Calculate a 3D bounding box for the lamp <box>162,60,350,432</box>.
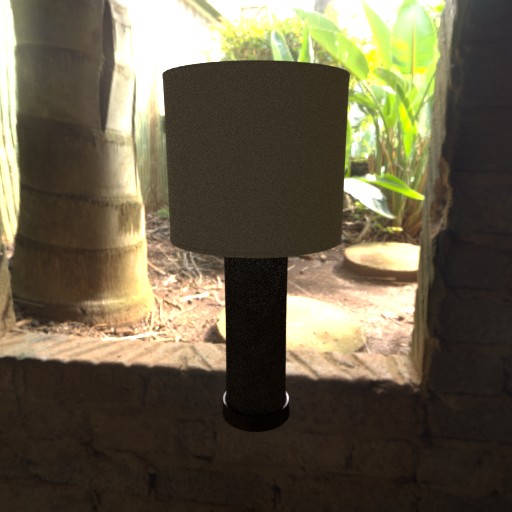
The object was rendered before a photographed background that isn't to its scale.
[{"bbox_3d":[0.000,0.000,0.797,0.301,0.630,0.301,-7,16,-26],"label":"lamp"}]
